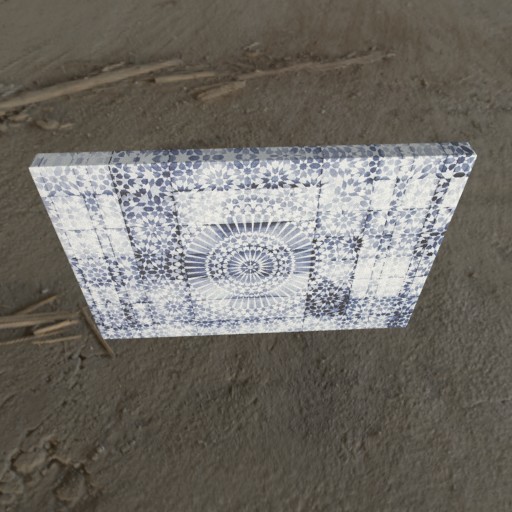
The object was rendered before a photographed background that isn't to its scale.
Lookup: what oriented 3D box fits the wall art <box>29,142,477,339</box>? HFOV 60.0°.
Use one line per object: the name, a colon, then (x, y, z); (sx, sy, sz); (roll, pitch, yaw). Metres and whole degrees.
wall art: (0.000, 0.000, 1.134); (0.911, 0.608, 0.057); (-2, 46, -2)
